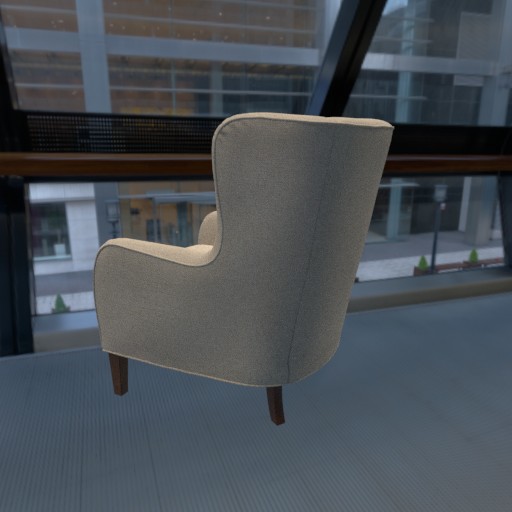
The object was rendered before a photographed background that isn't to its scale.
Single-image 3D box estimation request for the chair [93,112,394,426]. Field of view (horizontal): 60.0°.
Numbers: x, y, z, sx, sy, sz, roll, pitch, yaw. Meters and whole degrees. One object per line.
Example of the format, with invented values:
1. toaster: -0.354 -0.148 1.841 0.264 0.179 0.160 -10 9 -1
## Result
1. chair: 0.000 0.000 1.755 0.966 1.040 0.838 7 16 24
